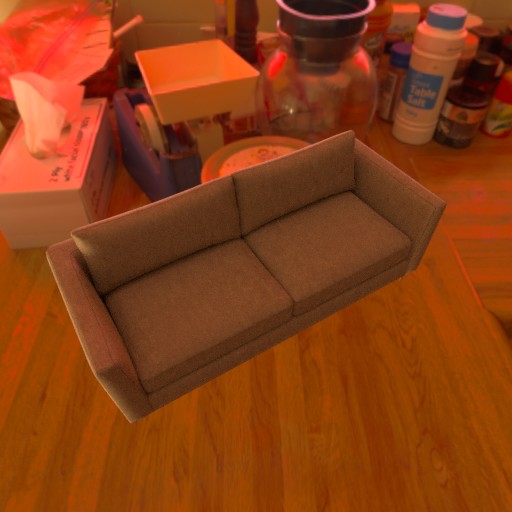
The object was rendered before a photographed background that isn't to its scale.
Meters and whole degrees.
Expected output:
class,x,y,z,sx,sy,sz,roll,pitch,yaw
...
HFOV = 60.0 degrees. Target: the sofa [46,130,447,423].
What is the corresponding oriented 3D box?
class,x,y,z,sx,sy,sz,roll,pitch,yaw
sofa,0.000,0.000,2.659,2.121,0.864,0.889,-24,52,-21
